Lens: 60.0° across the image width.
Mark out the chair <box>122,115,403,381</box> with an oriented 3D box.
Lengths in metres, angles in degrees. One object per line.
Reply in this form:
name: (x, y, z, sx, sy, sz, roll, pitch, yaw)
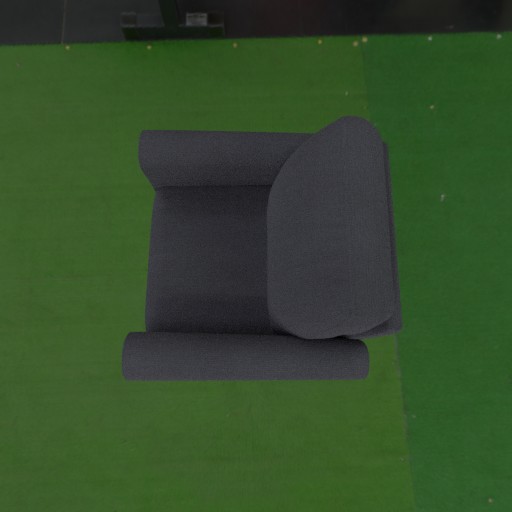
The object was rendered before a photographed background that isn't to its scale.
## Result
chair: (0.000, 0.000, 1.601, 0.828, 0.942, 0.867, 0, 75, 0)
